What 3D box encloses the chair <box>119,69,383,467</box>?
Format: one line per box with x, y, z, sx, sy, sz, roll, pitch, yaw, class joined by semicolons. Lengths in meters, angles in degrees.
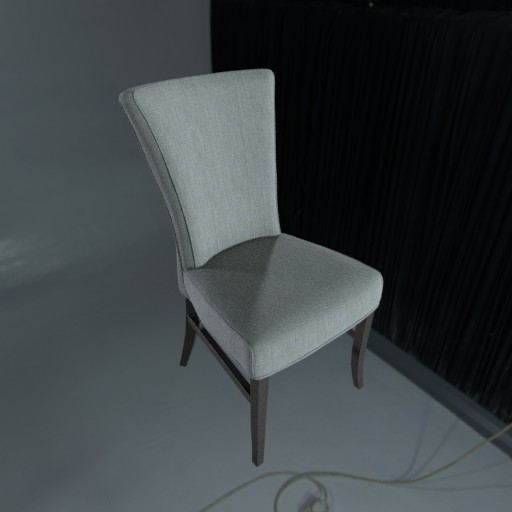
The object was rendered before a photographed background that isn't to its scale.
0.000;0.000;1.388;0.520;0.991;0.660;-23;39;-32;chair
